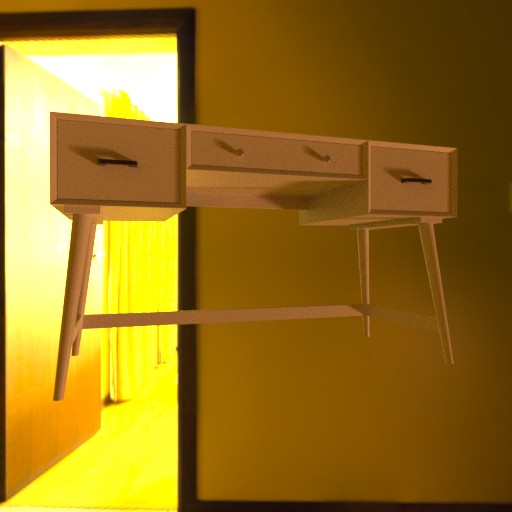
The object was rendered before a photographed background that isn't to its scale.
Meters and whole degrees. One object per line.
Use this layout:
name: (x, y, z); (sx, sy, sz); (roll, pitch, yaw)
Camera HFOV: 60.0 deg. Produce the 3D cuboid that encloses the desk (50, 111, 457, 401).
desk: (0.000, 0.000, 1.626); (1.313, 0.762, 0.589); (0, 0, -18)
